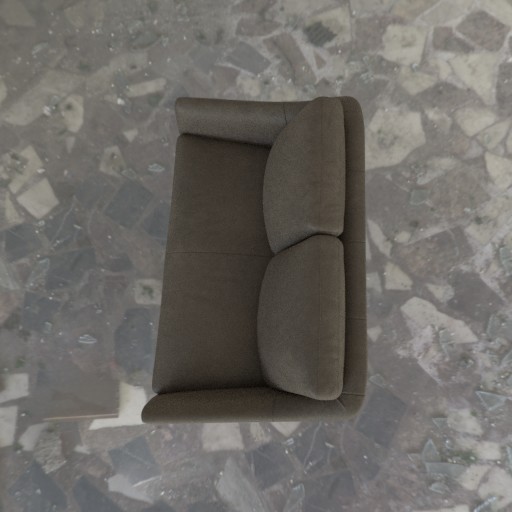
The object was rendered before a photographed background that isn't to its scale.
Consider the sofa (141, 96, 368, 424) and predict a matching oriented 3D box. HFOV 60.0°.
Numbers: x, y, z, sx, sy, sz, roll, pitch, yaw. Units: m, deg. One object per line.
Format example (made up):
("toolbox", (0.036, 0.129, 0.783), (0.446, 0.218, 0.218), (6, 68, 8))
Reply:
("sofa", (0.000, 0.000, 2.252), (0.960, 0.902, 1.619), (3, 76, 1))
